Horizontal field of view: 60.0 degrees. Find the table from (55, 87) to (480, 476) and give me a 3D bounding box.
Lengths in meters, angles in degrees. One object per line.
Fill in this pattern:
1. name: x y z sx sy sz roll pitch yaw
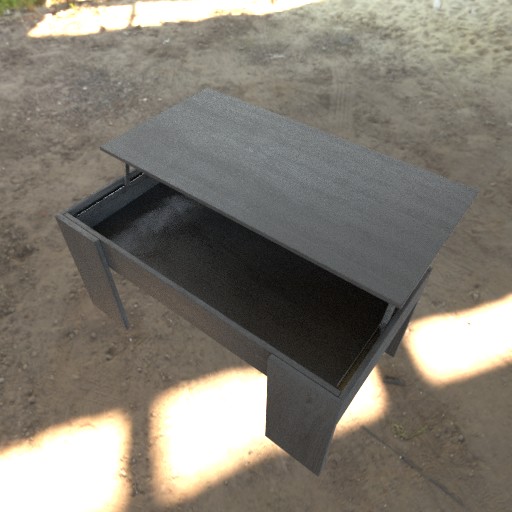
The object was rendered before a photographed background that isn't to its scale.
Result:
1. table: 0.000 0.000 1.436 1.000 0.570 0.711 29 53 25
